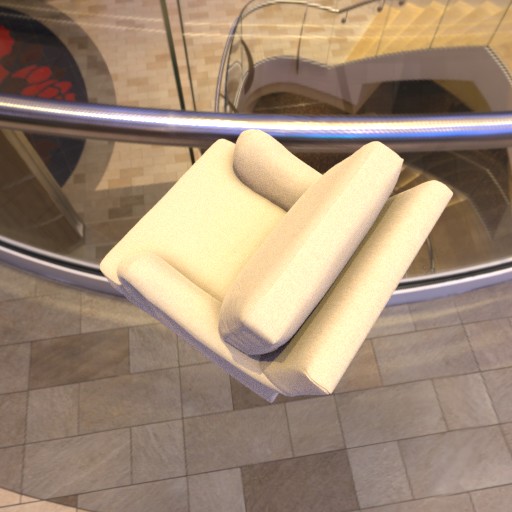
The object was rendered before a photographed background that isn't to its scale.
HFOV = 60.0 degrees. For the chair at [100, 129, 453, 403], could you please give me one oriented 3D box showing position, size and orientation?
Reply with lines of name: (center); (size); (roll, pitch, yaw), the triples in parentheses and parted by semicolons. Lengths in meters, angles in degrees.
chair: (0.000, 0.000, 1.891); (1.078, 1.076, 0.895); (32, 68, 15)
